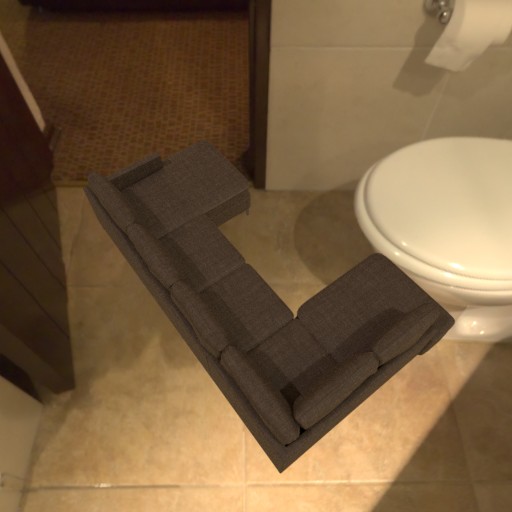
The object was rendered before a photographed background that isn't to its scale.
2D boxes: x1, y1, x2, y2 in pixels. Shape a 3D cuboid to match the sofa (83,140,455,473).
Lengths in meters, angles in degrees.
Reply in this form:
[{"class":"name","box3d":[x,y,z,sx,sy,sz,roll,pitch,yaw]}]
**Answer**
[{"class":"sofa","box3d":[0.000,0.000,4.483,2.048,0.999,3.423,-33,63,-19]}]
